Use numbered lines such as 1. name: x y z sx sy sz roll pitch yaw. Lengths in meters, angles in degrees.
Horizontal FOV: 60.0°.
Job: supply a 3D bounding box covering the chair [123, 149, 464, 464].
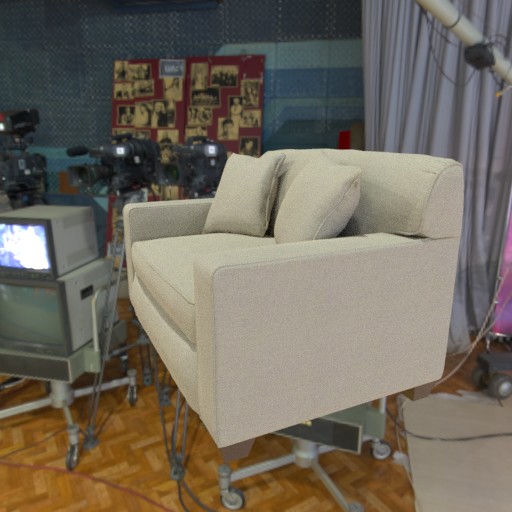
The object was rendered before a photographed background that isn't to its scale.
1. chair: 0.000 0.000 2.013 1.000 0.948 1.383 -7 16 -25
